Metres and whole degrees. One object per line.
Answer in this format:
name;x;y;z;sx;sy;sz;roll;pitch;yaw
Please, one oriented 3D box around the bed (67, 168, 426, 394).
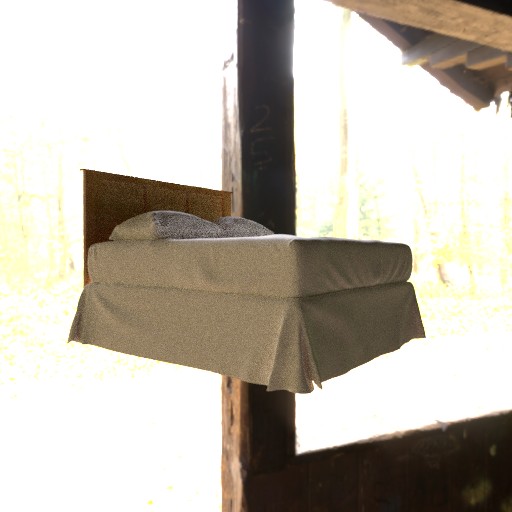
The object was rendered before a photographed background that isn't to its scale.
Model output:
bed;0.000;0.000;3.275;2.035;1.273;1.870;0;1;38
